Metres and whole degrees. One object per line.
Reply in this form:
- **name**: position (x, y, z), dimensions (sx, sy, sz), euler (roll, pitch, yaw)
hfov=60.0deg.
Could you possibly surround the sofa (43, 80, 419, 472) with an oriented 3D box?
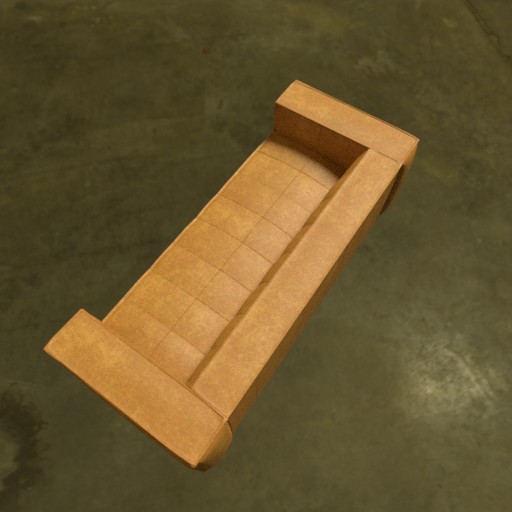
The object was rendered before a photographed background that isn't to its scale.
- **sofa**: position (0.000, 0.000, 3.031), dimensions (1.102, 0.701, 2.581), euler (31, 66, 16)
